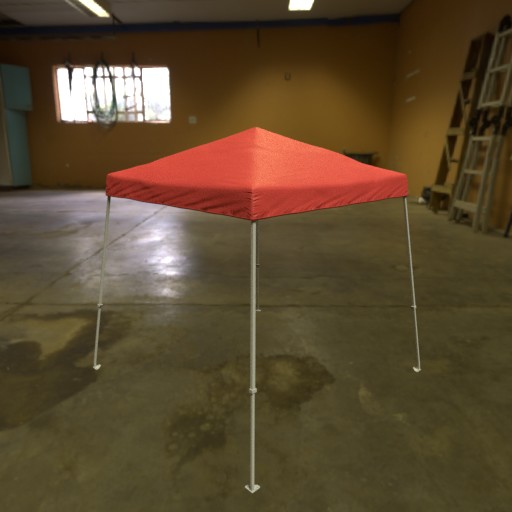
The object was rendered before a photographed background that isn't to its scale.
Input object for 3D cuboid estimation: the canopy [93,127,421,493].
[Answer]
[{"bbox_3d":[0.000,0.000,5.098,2.848,2.849,2.849,-13,19,-43],"label":"canopy"}]
